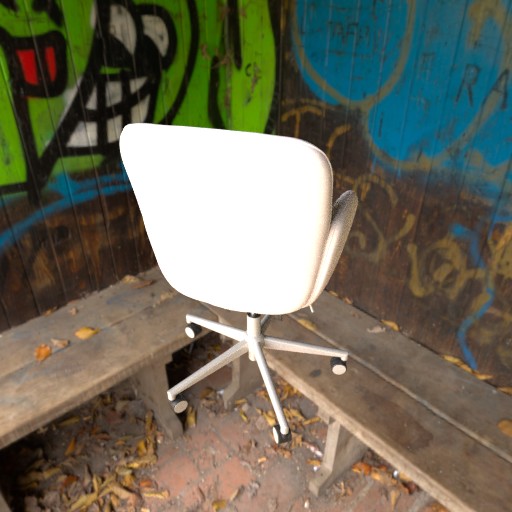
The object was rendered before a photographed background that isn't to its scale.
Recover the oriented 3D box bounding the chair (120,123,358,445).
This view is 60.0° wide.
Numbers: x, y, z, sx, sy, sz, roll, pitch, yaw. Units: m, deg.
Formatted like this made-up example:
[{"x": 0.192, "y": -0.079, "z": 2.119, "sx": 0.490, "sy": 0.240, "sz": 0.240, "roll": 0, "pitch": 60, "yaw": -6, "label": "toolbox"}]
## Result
[{"x": 0.000, "y": 0.000, "z": 1.395, "sx": 0.648, "sy": 0.959, "sz": 0.633, "roll": 10, "pitch": 33, "yaw": 16, "label": "chair"}]
